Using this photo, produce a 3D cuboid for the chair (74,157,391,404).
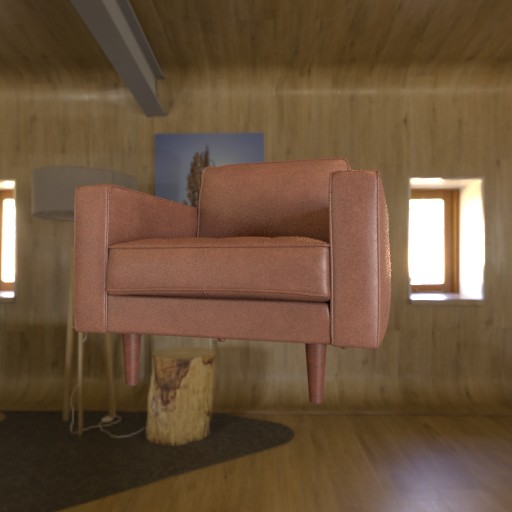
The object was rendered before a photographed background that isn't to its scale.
[{"bbox_3d":[0.000,0.000,1.578,0.920,0.770,0.900,0,0,17],"label":"chair"}]
